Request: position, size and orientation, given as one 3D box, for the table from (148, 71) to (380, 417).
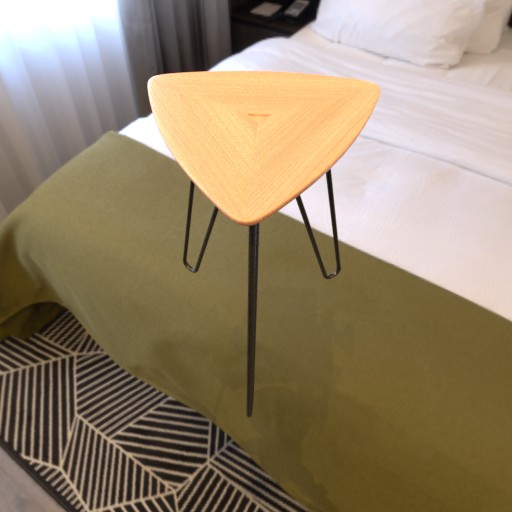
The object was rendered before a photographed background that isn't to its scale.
[{"bbox_3d":[0.000,0.000,0.909,0.442,0.564,0.455,3,47,3],"label":"table"}]
